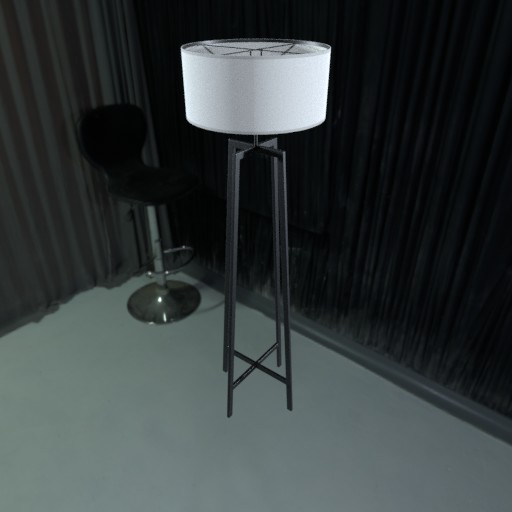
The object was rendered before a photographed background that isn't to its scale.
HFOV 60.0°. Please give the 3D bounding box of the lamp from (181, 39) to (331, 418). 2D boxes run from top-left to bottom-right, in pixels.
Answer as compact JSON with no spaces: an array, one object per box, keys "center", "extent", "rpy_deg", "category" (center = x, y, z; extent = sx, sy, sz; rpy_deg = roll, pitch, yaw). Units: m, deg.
[{"center":[0.000,0.000,1.756],"extent":[0.456,1.510,0.457],"rpy_deg":[22,37,31],"category":"lamp"}]
